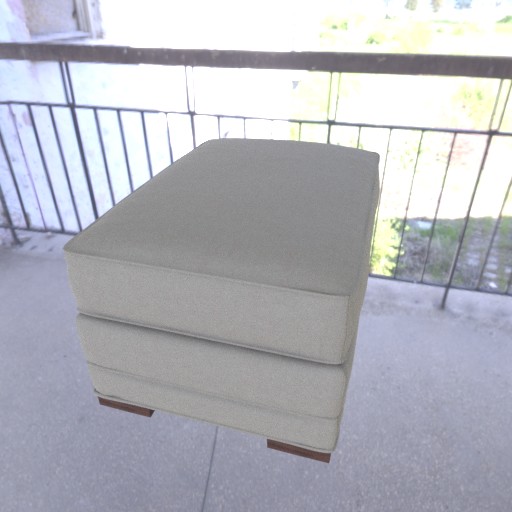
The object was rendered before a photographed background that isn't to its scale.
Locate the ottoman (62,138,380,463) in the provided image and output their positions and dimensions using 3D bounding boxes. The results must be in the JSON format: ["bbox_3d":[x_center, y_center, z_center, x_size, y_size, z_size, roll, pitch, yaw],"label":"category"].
[{"bbox_3d":[0.000,0.000,1.232,0.611,0.482,0.848,9,32,14],"label":"ottoman"}]
